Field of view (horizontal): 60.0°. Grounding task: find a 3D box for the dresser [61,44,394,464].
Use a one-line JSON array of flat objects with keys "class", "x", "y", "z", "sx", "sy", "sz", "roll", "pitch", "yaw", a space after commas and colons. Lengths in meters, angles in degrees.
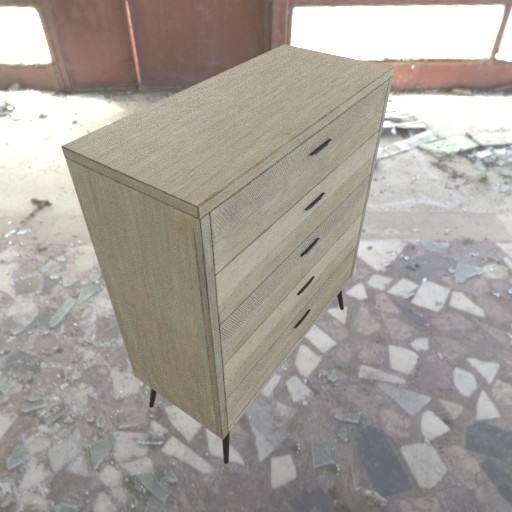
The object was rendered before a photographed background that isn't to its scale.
[{"class": "dresser", "x": 0.000, "y": 0.000, "z": 1.704, "sx": 0.457, "sy": 1.219, "sz": 1.016, "roll": 25, "pitch": 47, "yaw": 26}]
